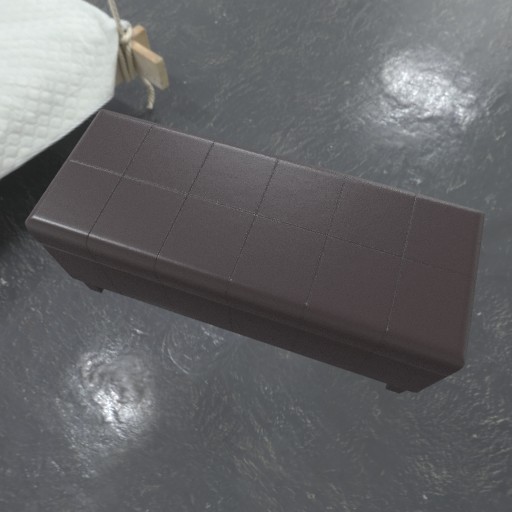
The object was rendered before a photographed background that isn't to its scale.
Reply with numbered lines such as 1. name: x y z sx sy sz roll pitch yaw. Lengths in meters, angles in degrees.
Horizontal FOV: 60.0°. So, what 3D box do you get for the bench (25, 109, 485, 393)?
1. bench: 0.000 0.000 1.299 1.092 0.457 0.429 17 65 8
